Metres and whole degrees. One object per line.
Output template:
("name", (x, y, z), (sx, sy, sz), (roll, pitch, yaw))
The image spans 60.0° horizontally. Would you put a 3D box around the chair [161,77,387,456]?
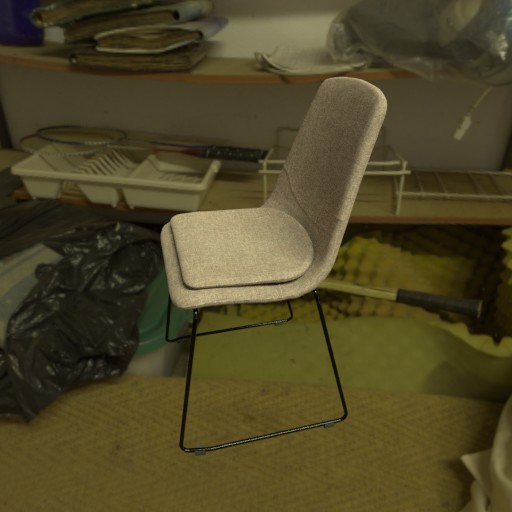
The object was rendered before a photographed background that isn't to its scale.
("chair", (0.000, 0.000, 1.171), (0.518, 0.858, 0.479), (-7, 30, -13))
